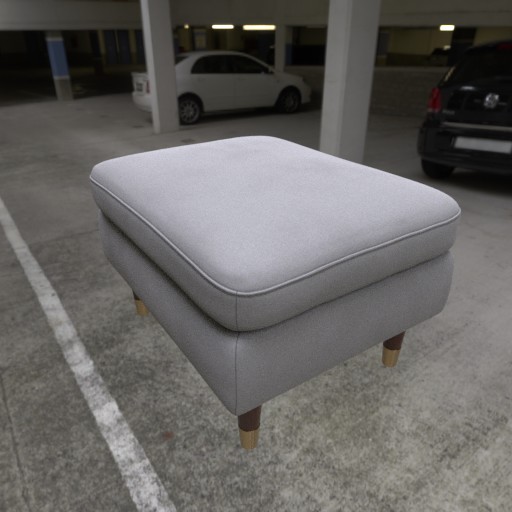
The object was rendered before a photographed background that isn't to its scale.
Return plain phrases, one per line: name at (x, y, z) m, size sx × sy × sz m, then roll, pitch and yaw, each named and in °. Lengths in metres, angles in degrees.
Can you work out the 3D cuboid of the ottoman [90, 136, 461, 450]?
ottoman at (0.000, 0.000, 1.088) m, size 0.593 × 0.478 × 0.747 m, roll -18°, pitch 32°, yaw -30°
